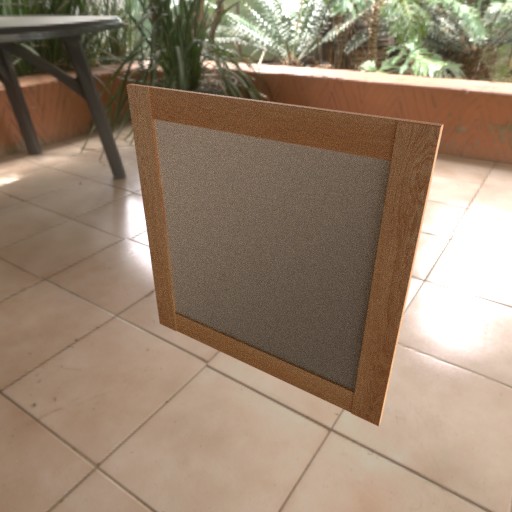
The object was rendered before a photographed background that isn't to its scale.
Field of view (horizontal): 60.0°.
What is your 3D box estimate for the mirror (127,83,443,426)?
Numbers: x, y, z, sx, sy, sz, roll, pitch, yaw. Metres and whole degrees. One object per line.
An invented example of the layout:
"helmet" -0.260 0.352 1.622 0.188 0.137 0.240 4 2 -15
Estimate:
"mirror" 0.000 0.000 1.187 0.800 0.800 0.020 18 35 28
